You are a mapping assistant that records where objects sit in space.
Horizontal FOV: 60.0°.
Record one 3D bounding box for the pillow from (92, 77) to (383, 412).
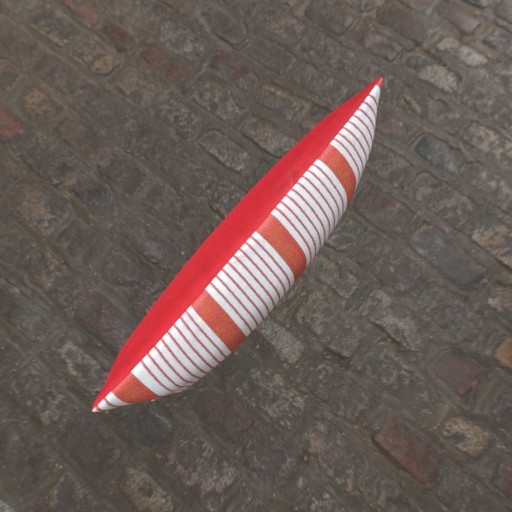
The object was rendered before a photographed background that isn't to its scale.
[{"bbox_3d":[0.000,0.000,0.732,0.151,0.297,0.608,38,78,10],"label":"pillow"}]
